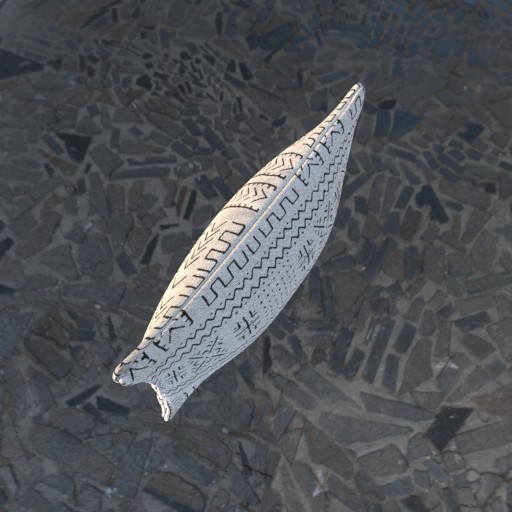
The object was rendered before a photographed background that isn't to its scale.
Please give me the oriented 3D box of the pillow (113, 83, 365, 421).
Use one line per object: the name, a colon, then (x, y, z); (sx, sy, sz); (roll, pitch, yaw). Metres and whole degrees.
pillow: (0.000, 0.000, 0.817); (0.188, 0.352, 0.637); (32, 68, 15)
